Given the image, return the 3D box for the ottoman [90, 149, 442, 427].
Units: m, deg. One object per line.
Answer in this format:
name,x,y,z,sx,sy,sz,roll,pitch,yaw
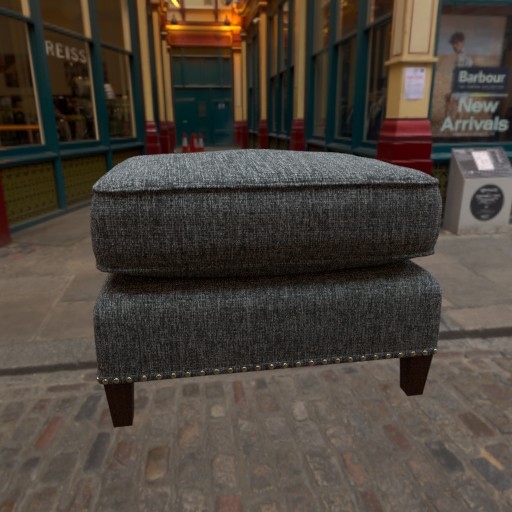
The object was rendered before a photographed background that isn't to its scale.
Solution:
ottoman,0.000,0.000,1.149,0.738,0.537,0.589,-3,18,-9
